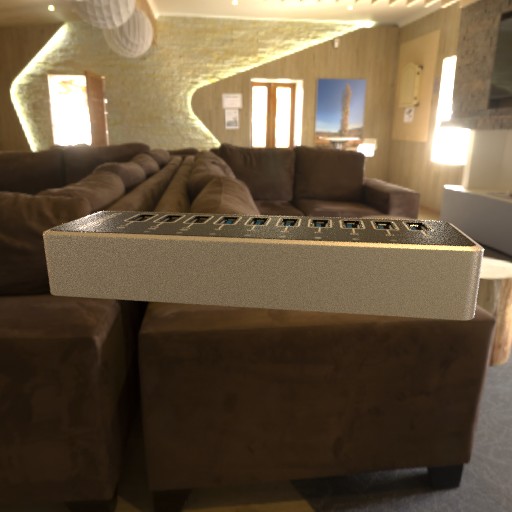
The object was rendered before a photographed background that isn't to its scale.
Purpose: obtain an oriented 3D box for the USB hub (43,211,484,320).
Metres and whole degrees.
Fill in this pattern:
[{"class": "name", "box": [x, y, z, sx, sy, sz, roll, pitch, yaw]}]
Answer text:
[{"class": "USB hub", "box": [0.000, 0.000, 0.164, 0.145, 0.023, 0.044, 2, 16, 9]}]
